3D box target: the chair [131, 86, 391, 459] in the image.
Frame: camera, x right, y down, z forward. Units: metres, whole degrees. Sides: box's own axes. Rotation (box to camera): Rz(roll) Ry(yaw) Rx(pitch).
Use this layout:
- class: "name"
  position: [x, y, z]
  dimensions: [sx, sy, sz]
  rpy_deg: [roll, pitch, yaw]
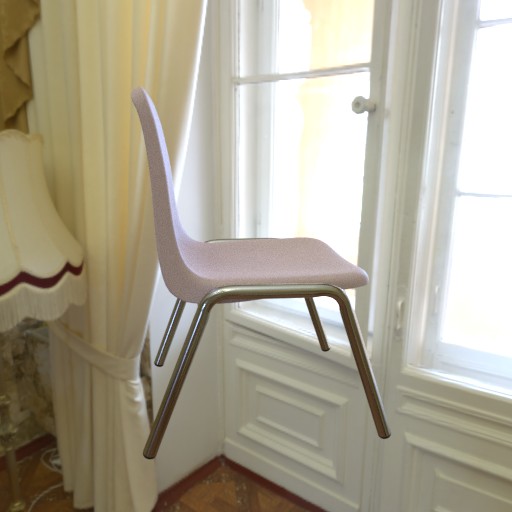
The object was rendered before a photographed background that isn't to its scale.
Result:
- class: "chair"
  position: [0.000, 0.000, 0.830]
  dimensions: [0.423, 0.586, 0.354]
  rpy_deg: [-2, 15, -9]
